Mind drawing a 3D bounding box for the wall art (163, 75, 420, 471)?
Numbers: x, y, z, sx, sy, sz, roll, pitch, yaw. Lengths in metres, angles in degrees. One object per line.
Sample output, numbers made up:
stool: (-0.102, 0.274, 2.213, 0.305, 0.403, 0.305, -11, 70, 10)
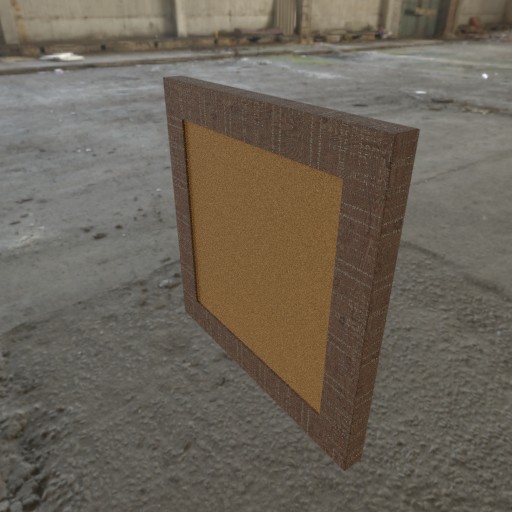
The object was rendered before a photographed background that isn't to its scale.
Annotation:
wall art: (0.000, 0.000, 0.772, 0.040, 0.531, 0.531, -20, 35, -31)
